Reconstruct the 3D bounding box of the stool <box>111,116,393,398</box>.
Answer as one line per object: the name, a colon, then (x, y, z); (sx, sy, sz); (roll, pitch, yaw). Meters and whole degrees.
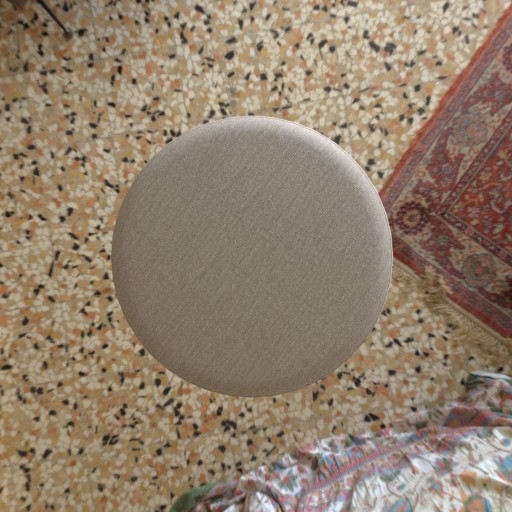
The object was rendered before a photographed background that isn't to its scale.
stool: (0.000, 0.000, 1.017); (0.443, 0.757, 0.443); (0, 90, 1)
